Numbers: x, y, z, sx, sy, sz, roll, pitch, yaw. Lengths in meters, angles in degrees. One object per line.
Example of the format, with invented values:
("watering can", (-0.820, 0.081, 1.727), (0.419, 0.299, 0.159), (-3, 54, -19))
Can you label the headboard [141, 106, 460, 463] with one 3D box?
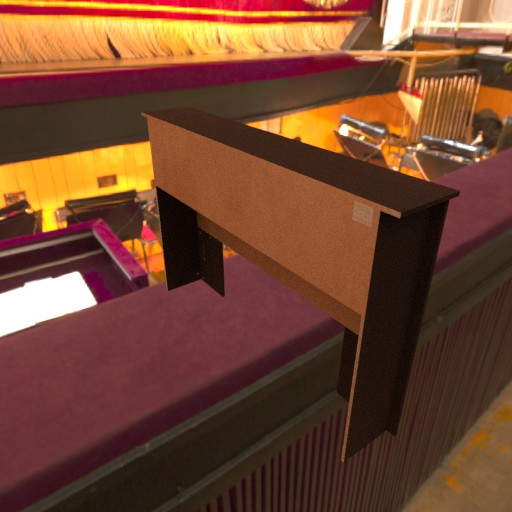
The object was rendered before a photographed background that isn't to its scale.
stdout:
("headboard", (0.000, 0.000, 2.100), (0.279, 1.092, 1.671), (-20, 34, -31))
